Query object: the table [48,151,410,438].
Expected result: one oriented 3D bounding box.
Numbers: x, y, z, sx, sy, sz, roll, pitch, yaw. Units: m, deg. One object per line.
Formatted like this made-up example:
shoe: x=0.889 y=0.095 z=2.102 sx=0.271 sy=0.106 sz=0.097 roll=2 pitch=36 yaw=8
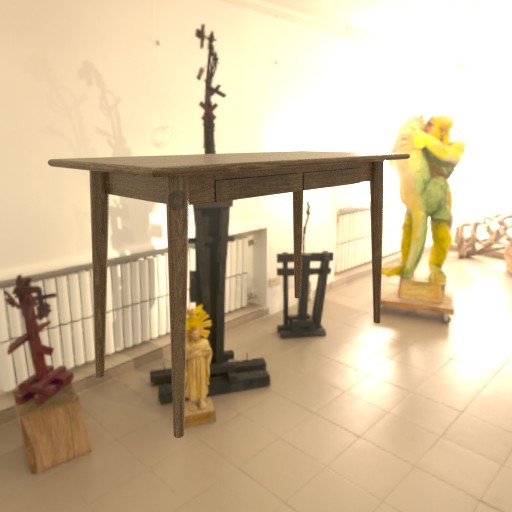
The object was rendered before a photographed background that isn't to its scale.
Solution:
table: x=0.000 y=0.000 z=1.768 sx=0.599 sy=0.780 sz=1.300 roll=14 pitch=20 yaw=42
